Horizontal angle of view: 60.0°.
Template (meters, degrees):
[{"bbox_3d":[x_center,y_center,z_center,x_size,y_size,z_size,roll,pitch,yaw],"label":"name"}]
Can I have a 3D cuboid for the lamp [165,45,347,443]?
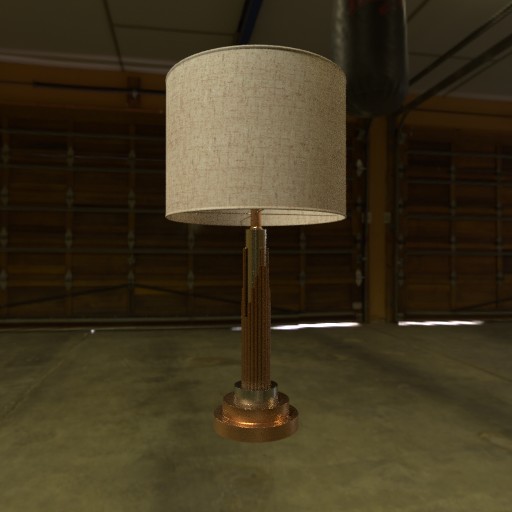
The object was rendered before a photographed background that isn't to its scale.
[{"bbox_3d":[0.000,0.000,0.801,0.321,0.610,0.321,0,-1,35],"label":"lamp"}]
